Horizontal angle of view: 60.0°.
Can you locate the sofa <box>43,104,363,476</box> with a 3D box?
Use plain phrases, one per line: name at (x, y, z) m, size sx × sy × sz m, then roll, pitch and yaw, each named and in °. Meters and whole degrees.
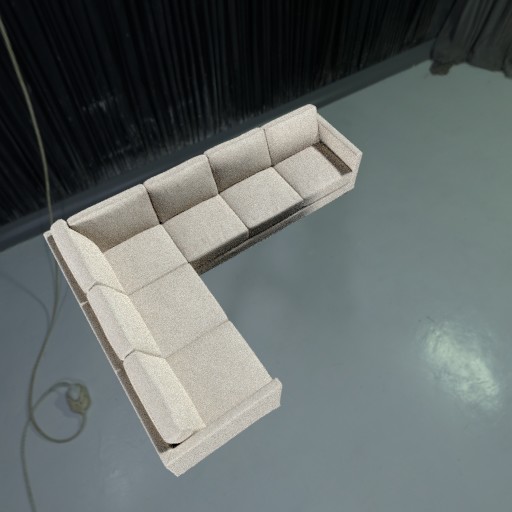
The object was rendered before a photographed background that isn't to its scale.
sofa at (0.000, 0.000, 4.278) m, size 3.182 × 0.863 × 2.432 m, roll -30°, pitch 62°, yaw -18°
